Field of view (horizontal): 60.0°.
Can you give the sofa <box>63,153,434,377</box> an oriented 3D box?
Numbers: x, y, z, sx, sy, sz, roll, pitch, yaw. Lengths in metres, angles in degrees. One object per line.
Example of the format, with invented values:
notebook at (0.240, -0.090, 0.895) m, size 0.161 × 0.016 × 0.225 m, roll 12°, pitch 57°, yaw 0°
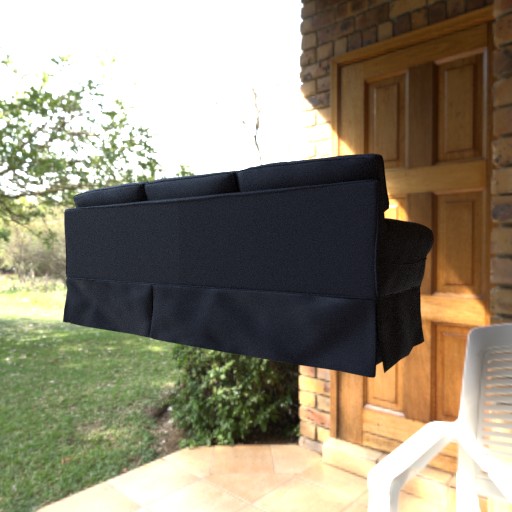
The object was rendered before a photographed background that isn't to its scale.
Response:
sofa at (0.000, 0.000, 3.290) m, size 2.518 × 1.039 × 1.637 m, roll 1°, pitch 1°, yaw 36°
